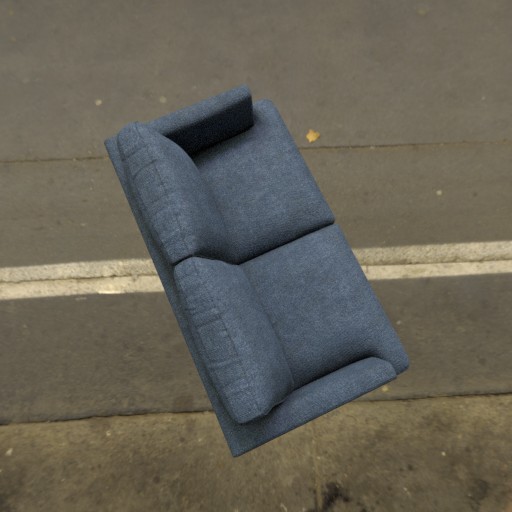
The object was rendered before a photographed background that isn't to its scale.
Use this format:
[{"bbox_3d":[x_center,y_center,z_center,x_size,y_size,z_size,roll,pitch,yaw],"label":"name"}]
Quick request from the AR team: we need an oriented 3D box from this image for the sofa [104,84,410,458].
[{"bbox_3d":[0.000,0.000,2.190,0.903,0.944,1.582,-24,77,-6],"label":"sofa"}]
